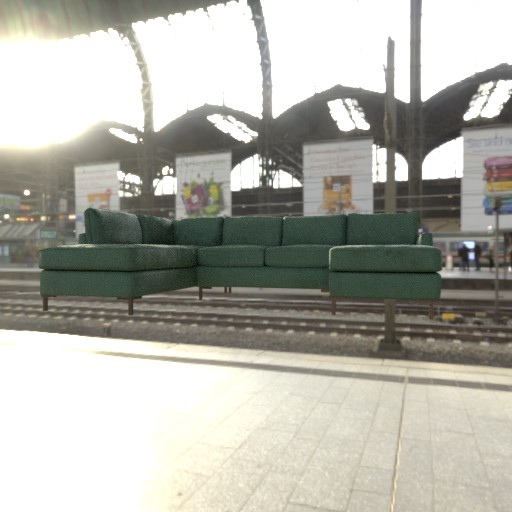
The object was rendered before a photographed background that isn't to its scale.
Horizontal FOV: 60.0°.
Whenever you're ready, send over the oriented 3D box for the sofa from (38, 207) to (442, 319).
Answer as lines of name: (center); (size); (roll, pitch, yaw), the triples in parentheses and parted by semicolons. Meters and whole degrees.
sofa: (0.000, 0.000, 3.932); (2.994, 0.861, 1.992); (0, 0, 18)
